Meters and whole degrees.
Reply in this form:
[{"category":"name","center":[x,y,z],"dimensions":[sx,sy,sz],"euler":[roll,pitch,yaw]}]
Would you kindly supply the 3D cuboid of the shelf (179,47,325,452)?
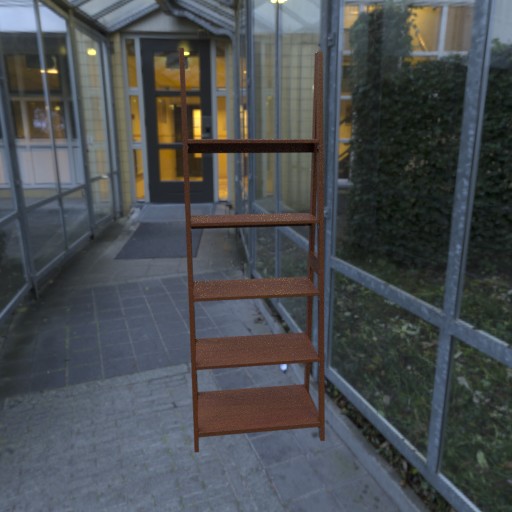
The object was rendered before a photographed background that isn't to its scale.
[{"category":"shelf","center":[0.000,0.000,2.034],"dimensions":[0.630,1.780,0.356],"euler":[-2,16,-7]}]
